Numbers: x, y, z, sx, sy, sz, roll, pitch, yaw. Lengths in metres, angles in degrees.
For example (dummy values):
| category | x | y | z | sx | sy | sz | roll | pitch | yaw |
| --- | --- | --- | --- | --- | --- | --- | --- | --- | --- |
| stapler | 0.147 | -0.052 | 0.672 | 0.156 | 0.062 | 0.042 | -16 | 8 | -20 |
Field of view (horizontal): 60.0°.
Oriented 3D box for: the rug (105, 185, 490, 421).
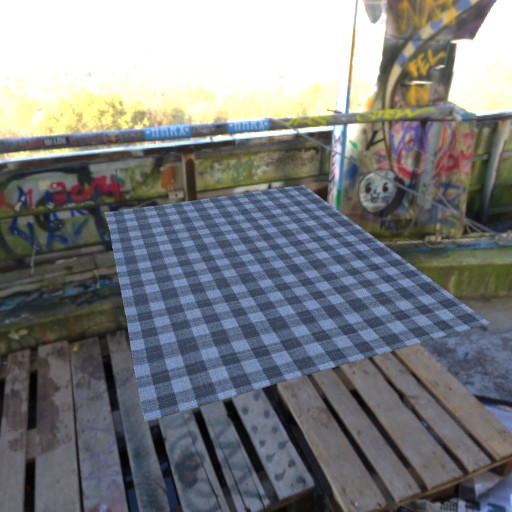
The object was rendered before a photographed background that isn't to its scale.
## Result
| category | x | y | z | sx | sy | sz | roll | pitch | yaw |
| --- | --- | --- | --- | --- | --- | --- | --- | --- | --- |
| rug | 0.000 | 0.000 | 4.019 | 2.432 | 0.013 | 3.021 | -10 | 31 | -18 |
